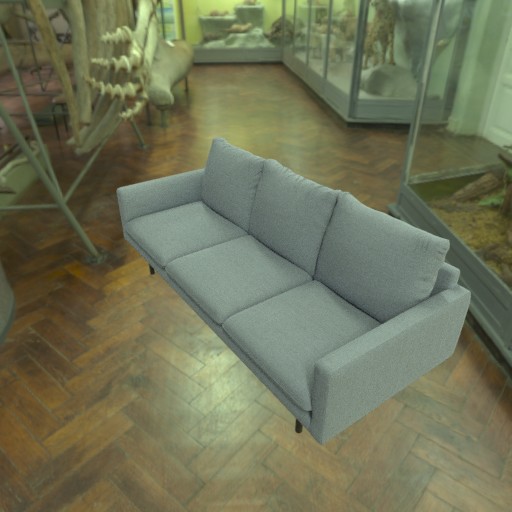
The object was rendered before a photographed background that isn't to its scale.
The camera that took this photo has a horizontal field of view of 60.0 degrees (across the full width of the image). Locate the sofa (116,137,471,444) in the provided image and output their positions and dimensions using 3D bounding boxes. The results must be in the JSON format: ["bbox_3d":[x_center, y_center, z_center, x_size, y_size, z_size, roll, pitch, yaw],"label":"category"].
[{"bbox_3d":[0.000,0.000,2.447,0.850,0.830,2.000,-20,36,-30],"label":"sofa"}]
